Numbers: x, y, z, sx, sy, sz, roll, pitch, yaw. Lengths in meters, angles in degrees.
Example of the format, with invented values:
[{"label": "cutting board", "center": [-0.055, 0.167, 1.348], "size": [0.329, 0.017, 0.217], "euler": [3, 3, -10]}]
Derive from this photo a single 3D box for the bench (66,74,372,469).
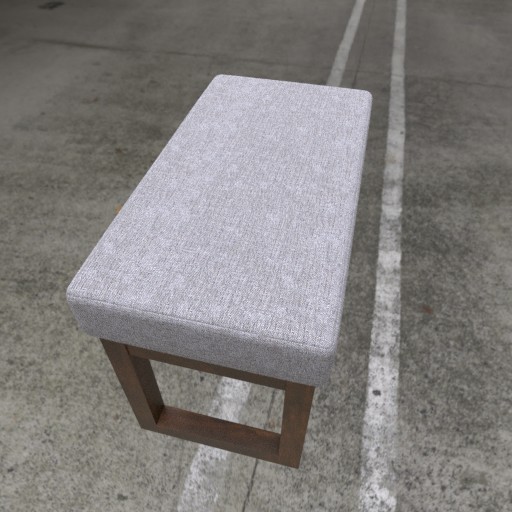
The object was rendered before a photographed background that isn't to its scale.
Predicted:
[{"label": "bench", "center": [0.000, 0.000, 0.937], "size": [0.366, 0.467, 0.681], "euler": [10, 47, 10]}]
